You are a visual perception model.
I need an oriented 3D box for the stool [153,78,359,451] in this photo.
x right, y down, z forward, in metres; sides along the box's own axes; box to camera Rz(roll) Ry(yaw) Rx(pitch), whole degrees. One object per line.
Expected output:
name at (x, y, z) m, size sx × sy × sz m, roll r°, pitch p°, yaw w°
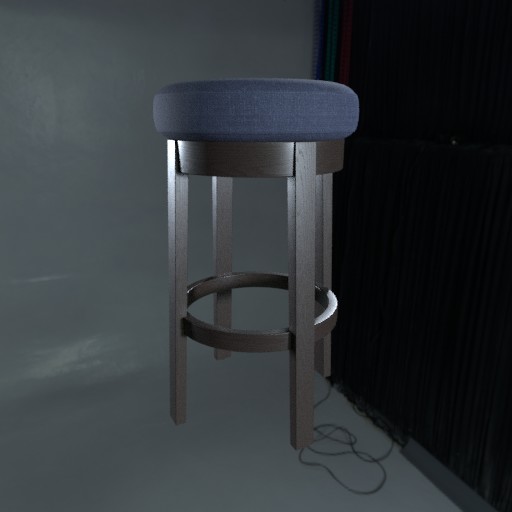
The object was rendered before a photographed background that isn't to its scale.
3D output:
stool at (0.000, 0.000, 1.038) m, size 0.446 × 0.758 × 0.446 m, roll 0°, pitch 17°, yaw 0°
